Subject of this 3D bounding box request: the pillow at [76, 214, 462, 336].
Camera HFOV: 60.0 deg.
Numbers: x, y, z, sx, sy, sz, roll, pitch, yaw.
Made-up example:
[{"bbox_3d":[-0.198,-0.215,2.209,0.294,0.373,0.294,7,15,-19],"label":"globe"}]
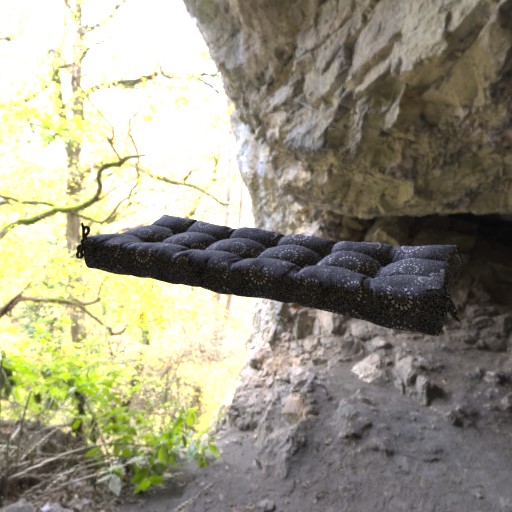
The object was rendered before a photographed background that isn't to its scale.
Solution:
[{"bbox_3d":[0.000,0.000,1.373,1.194,0.174,0.511,8,18,26],"label":"pillow"}]
